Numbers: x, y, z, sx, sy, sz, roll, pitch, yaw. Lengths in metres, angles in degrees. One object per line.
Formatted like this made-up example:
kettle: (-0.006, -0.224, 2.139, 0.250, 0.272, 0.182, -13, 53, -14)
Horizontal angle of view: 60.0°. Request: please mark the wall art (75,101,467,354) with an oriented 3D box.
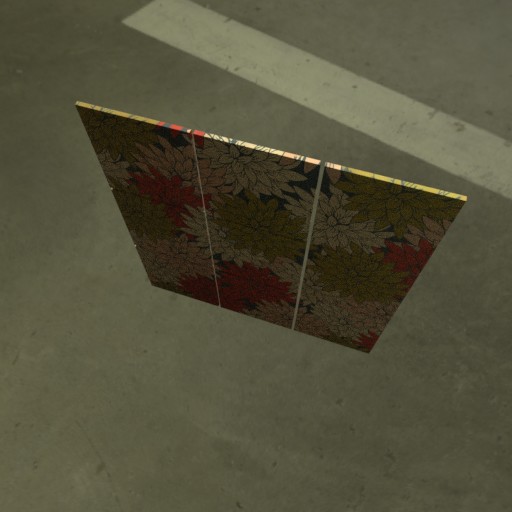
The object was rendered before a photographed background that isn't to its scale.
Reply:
wall art: (0.000, 0.000, 1.365, 0.904, 0.913, 0.013, 16, 60, 10)
